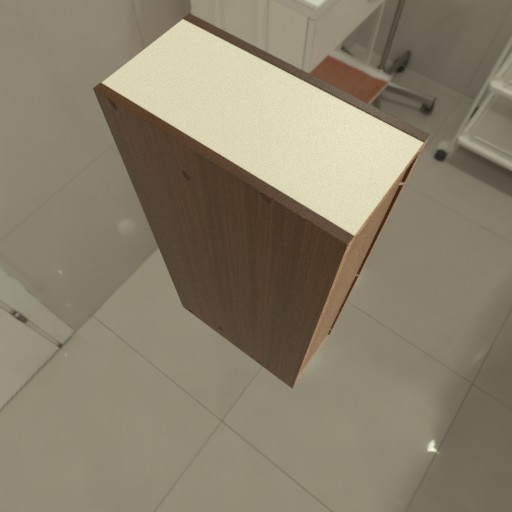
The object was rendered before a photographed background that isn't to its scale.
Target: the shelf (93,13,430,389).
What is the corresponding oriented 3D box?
[{"bbox_3d":[0.000,0.000,0.685,0.290,0.600,0.147,34,68,16],"label":"shelf"}]
